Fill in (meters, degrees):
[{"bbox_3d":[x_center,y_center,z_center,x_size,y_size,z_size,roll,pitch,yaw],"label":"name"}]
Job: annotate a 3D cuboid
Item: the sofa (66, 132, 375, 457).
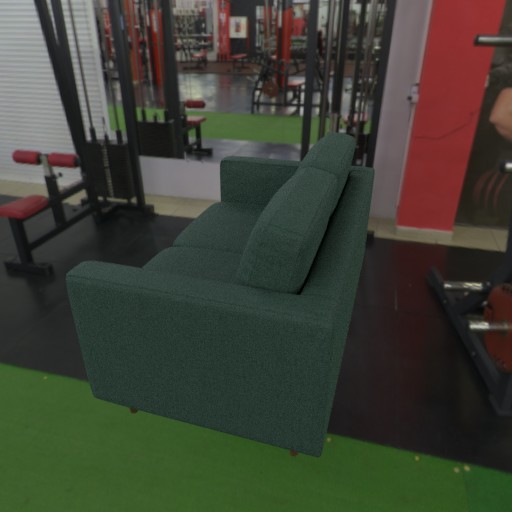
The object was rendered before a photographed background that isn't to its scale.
[{"bbox_3d":[0.000,0.000,1.976,0.879,0.899,1.430,8,29,15],"label":"sofa"}]
